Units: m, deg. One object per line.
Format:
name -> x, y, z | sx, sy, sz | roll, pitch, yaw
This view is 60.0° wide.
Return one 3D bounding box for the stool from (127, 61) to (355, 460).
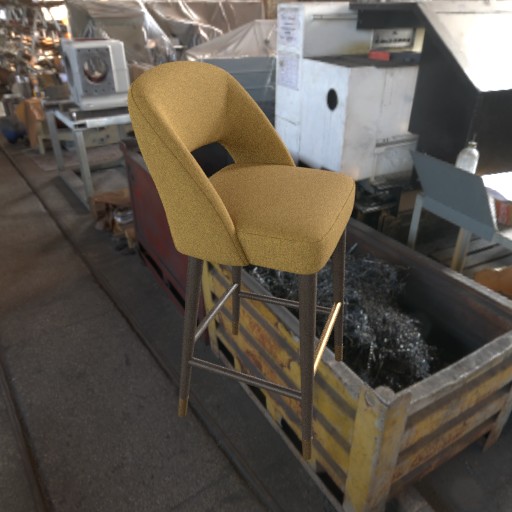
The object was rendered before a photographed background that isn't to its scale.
stool -> 0.000, 0.000, 1.307 | 0.522, 1.032, 0.536 | 11, 32, 18
